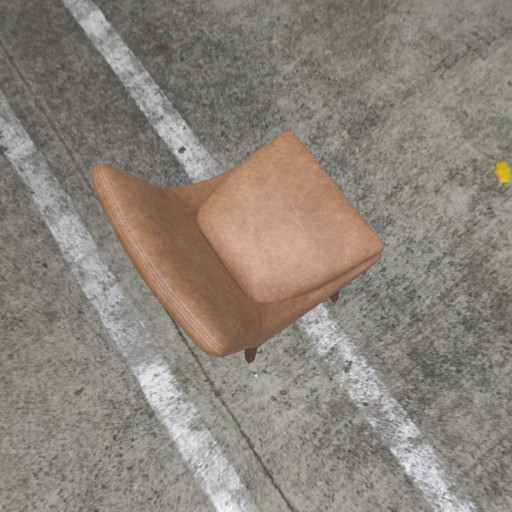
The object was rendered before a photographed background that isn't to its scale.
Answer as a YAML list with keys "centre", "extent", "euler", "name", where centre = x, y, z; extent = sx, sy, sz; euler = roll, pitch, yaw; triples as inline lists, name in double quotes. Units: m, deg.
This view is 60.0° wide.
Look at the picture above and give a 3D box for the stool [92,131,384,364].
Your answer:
- centre: [0.000, 0.000, 1.399]
  extent: [0.572, 1.079, 0.487]
  euler: [-34, 78, -9]
  name: "stool"
